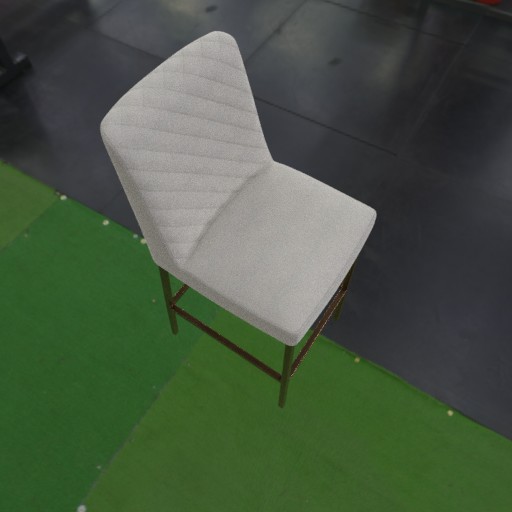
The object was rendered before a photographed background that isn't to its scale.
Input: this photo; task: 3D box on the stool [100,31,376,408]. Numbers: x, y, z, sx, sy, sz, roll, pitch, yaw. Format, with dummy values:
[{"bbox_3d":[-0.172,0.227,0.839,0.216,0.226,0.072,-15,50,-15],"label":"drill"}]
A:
[{"bbox_3d":[0.000,0.000,1.343,0.546,1.084,0.462,30,63,17],"label":"stool"}]
